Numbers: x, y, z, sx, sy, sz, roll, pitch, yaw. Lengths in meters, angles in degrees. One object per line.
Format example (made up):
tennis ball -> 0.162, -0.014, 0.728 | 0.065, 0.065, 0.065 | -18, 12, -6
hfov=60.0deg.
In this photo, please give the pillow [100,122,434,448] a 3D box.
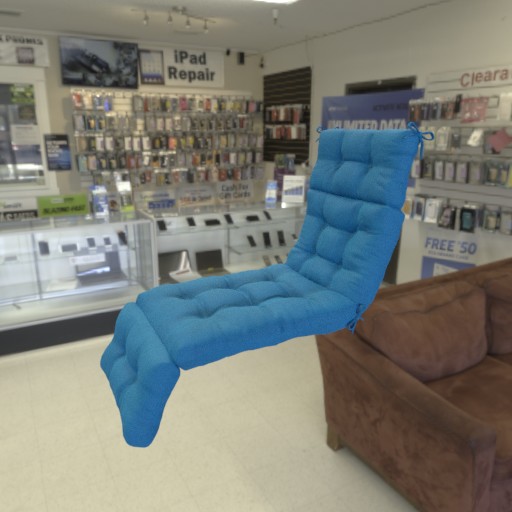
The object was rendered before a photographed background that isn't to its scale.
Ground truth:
pillow -> 0.000, 0.000, 1.490 | 1.016, 0.863, 0.526 | -8, 18, -26
